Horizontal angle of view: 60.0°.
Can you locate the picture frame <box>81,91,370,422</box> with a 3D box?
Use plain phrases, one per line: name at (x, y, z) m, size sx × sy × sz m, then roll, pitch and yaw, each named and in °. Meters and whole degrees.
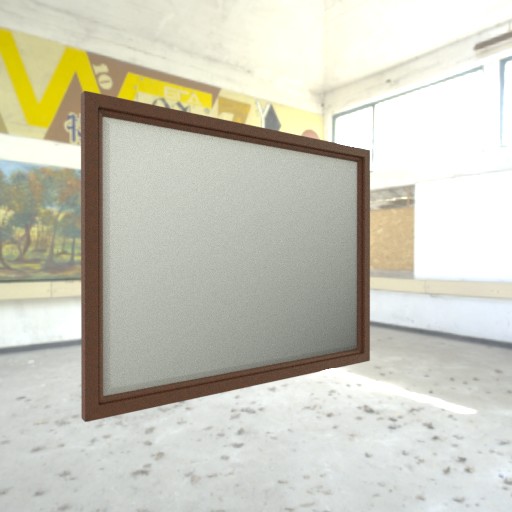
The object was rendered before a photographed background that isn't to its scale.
picture frame at (0.000, 0.000, 1.767) m, size 1.329 × 1.018 × 0.045 m, roll 0°, pitch 0°, yaw -36°
